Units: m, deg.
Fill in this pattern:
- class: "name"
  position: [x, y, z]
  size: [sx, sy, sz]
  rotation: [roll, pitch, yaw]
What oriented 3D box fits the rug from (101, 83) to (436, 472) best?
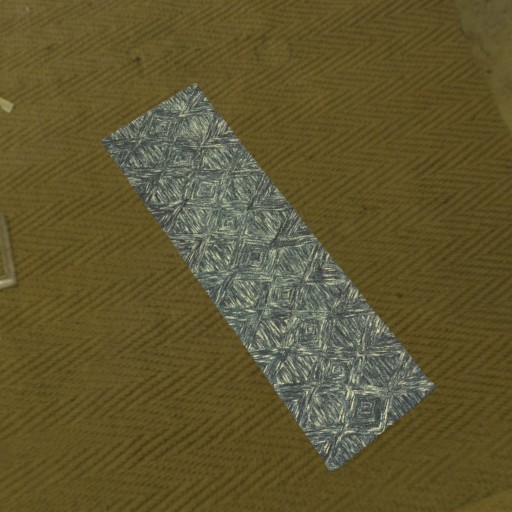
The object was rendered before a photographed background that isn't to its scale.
- class: "rug"
  position: [0.000, 0.000, 2.537]
  size: [0.719, 0.013, 2.306]
  rotation: [-35, 78, -8]
